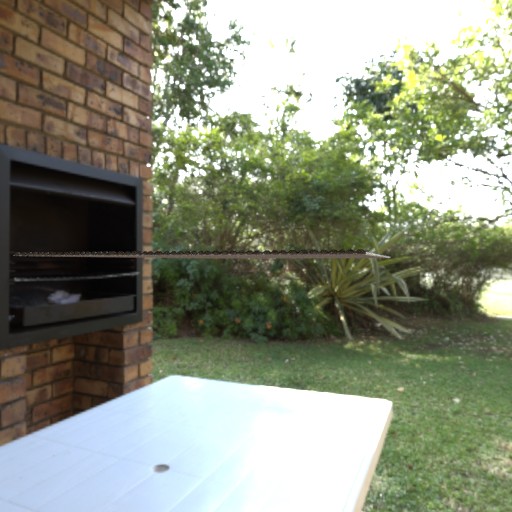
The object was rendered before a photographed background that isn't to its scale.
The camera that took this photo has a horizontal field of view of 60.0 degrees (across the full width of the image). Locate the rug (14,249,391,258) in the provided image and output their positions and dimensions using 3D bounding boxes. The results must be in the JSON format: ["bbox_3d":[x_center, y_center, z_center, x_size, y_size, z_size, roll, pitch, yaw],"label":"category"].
[{"bbox_3d":[0.000,0.000,2.906,1.613,0.017,2.312,0,-1,19],"label":"rug"}]
